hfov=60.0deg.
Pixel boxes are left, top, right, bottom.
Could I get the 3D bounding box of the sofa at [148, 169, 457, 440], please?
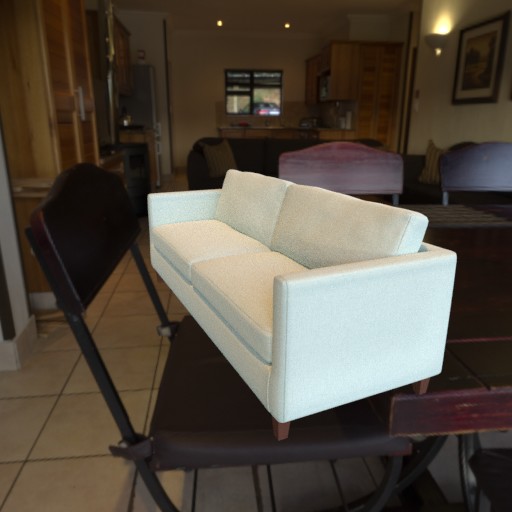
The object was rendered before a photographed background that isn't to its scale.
[{"bbox_3d":[0.000,0.000,2.962,0.948,0.965,2.434,-8,18,-24],"label":"sofa"}]
